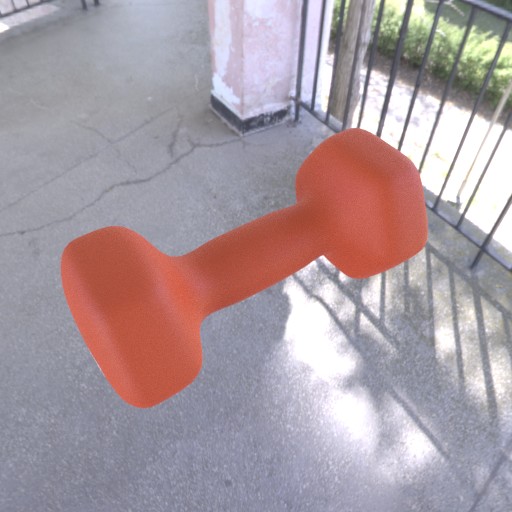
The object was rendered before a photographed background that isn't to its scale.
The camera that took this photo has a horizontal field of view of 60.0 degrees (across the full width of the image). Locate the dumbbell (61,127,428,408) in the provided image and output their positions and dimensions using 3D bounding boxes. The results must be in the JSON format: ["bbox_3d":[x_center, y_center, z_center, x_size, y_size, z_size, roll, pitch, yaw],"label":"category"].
[{"bbox_3d":[0.000,0.000,0.205,0.162,0.071,0.079,-26,53,-21],"label":"dumbbell"}]
